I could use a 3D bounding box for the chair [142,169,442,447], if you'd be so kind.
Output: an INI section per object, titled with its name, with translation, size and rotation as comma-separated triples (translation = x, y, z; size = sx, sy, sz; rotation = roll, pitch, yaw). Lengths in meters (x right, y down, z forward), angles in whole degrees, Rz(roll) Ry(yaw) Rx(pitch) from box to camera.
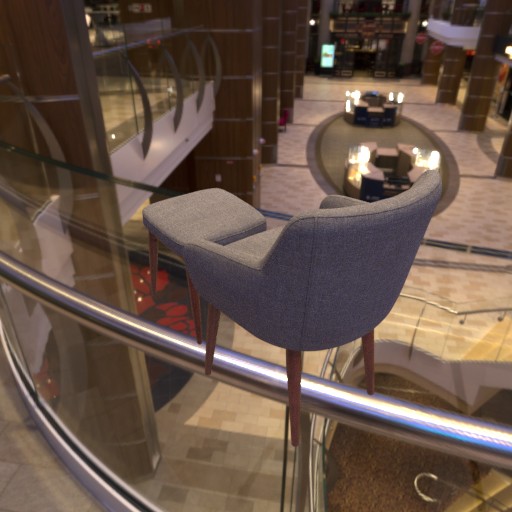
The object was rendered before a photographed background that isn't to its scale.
[chair]
translation = 0.000, 0.000, 1.514
size = 0.584, 0.799, 1.107
rotation = -20, 36, -31
